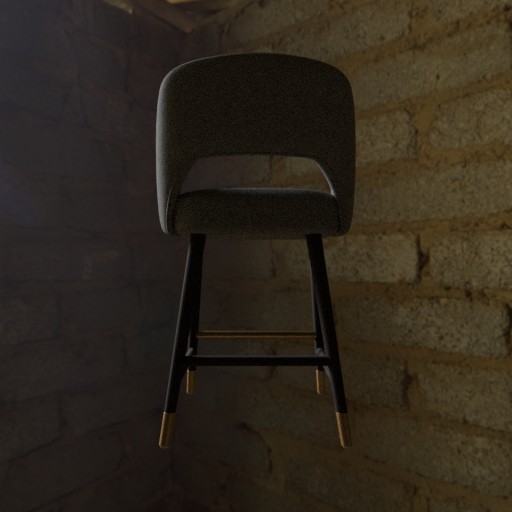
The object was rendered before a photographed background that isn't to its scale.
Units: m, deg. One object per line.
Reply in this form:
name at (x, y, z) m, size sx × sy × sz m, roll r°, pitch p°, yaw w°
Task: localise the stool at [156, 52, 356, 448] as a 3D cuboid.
stool at (0.000, 0.000, 1.249) m, size 0.536 × 0.925 × 0.524 m, roll 0°, pitch 0°, yaw 0°
